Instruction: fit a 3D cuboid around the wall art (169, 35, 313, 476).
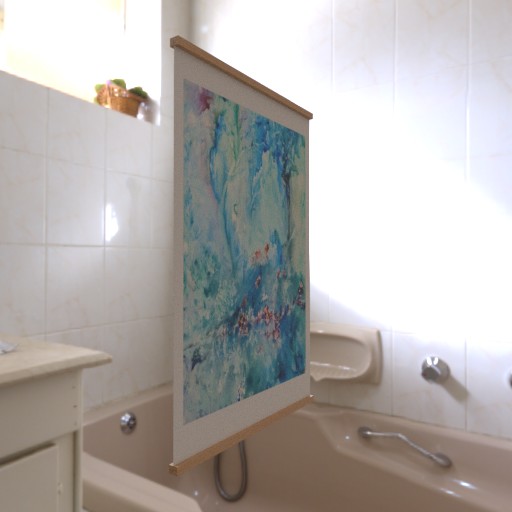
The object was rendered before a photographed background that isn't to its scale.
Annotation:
[{"bbox_3d":[0.000,0.000,0.654,0.013,0.510,0.335,0,-1,35],"label":"wall art"}]
